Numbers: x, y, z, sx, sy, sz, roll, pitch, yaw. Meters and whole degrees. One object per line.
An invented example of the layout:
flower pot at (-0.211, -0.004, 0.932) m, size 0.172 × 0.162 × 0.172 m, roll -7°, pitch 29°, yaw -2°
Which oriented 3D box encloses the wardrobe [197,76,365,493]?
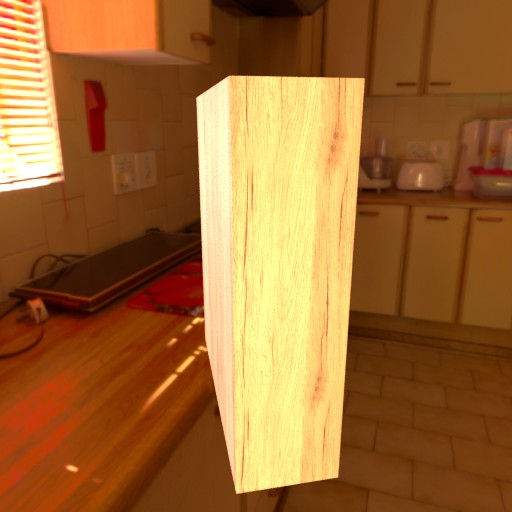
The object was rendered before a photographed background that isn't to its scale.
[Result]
wardrobe at (0.000, 0.000, 2.959) m, size 0.580 × 2.070 × 1.810 m, roll -3°, pitch 17°, yaw -11°
